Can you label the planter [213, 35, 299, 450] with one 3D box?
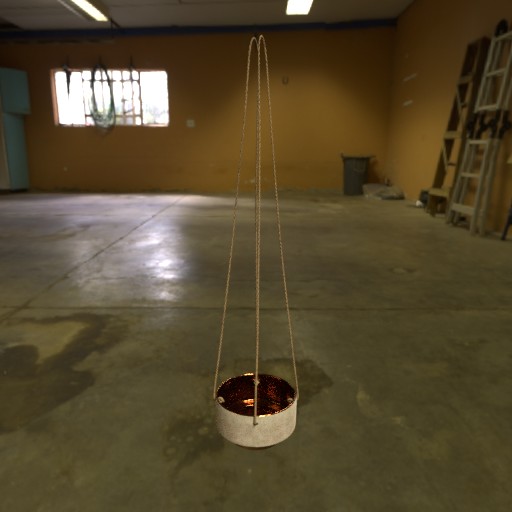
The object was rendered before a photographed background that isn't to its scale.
[{"bbox_3d":[0.000,0.000,1.133,0.223,1.030,0.223,-13,19,-43],"label":"planter"}]
